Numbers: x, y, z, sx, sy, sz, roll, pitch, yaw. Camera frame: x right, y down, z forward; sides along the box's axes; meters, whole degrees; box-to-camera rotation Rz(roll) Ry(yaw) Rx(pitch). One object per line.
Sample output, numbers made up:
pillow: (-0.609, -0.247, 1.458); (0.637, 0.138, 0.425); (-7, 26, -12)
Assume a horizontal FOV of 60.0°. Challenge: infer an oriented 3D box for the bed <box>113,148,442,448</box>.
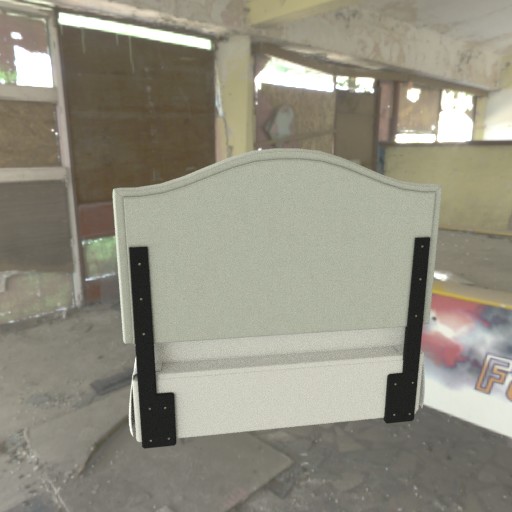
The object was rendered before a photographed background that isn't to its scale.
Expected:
bed: (0.000, 0.000, 3.426); (1.813, 1.607, 2.180); (-2, 14, -9)
